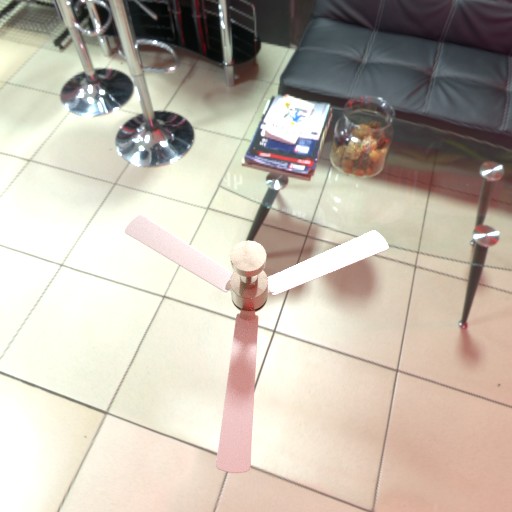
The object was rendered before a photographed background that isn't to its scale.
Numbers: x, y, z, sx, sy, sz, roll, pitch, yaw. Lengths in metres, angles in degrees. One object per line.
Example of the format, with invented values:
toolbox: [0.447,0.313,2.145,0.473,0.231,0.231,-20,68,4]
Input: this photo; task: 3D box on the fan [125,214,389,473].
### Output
fan: [0.000,0.000,2.379,1.531,0.446,1.561,-34,64,-19]
